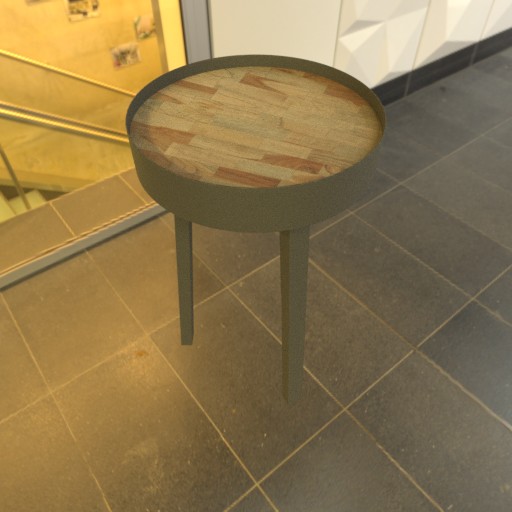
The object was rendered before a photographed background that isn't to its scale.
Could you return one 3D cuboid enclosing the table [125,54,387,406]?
[{"bbox_3d":[0.000,0.000,0.953,0.406,0.686,0.406,25,52,21],"label":"table"}]
